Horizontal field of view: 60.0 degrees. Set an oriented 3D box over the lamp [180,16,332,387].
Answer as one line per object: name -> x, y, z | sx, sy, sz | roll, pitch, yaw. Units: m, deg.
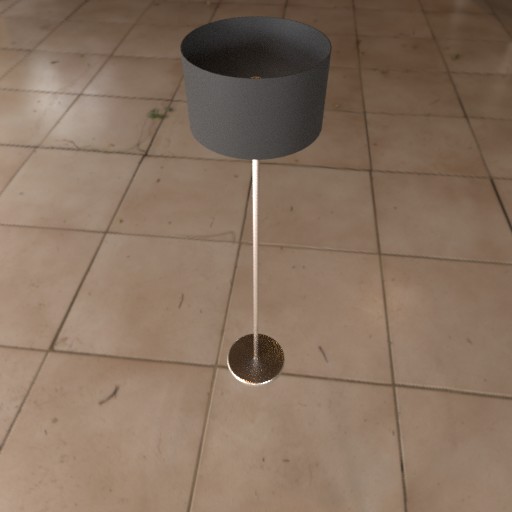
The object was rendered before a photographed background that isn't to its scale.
lamp -> 0.000, 0.000, 1.554 | 0.348, 1.443, 0.348 | 4, 47, 4
